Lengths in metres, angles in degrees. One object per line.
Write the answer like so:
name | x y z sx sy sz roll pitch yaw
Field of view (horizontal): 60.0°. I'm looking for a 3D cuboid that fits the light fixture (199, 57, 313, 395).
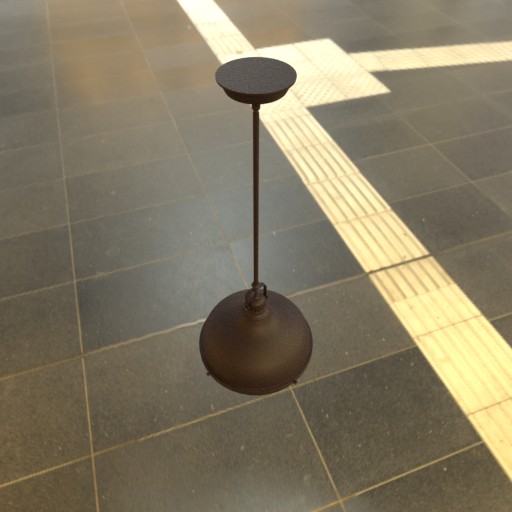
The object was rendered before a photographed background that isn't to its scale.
light fixture | 0.000 0.000 1.016 0.341 0.849 0.341 -31 54 -26
